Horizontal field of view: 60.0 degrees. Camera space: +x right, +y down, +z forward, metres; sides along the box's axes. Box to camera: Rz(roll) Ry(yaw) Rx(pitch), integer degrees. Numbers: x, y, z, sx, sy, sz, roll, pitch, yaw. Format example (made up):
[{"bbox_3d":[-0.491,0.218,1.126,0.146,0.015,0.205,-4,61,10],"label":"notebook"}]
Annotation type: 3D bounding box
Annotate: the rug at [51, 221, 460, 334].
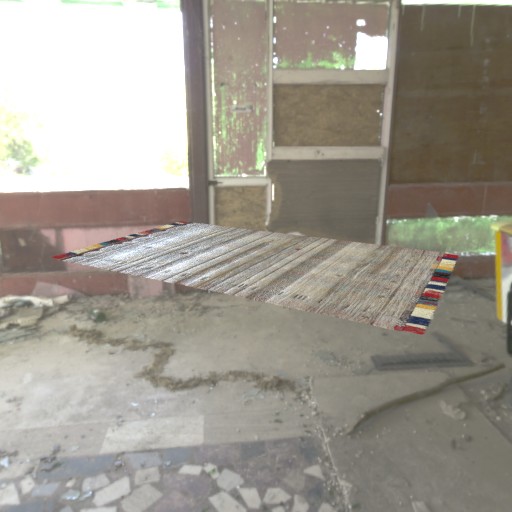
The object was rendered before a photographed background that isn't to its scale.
[{"bbox_3d":[0.000,0.000,3.058,2.465,0.012,1.465,9,18,28],"label":"rug"}]
